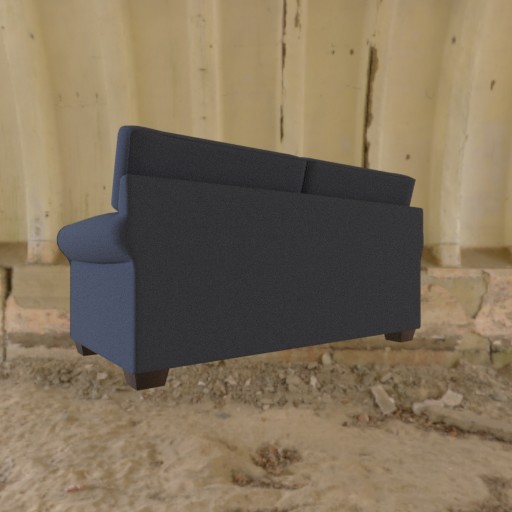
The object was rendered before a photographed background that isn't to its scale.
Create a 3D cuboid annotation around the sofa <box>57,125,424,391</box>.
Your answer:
[{"bbox_3d":[0.000,0.000,2.512,1.930,1.020,0.940,0,0,-36],"label":"sofa"}]
